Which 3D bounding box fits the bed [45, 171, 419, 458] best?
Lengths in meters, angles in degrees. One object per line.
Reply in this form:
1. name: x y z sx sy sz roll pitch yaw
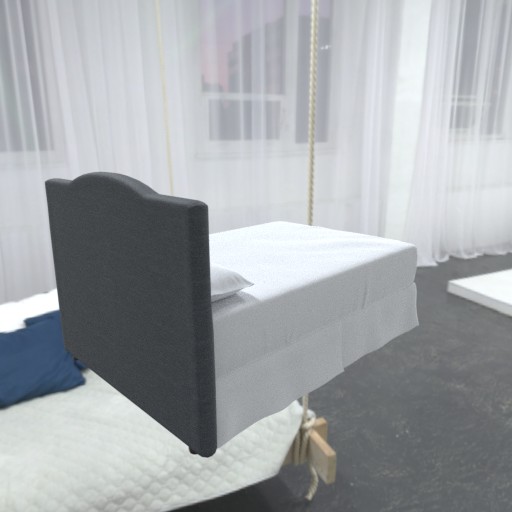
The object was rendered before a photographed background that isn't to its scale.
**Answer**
1. bed: 0.000 0.000 3.519 1.747 1.441 2.507 15 21 43
